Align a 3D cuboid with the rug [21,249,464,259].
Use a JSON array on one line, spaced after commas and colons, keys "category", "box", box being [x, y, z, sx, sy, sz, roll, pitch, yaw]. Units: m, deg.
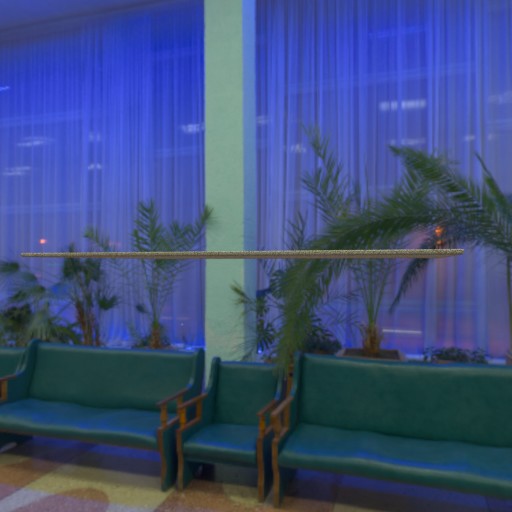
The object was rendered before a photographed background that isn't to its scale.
[{"category": "rug", "box": [0.000, 0.000, 3.357, 2.699, 0.025, 1.800, 0, -1, 20]}]
